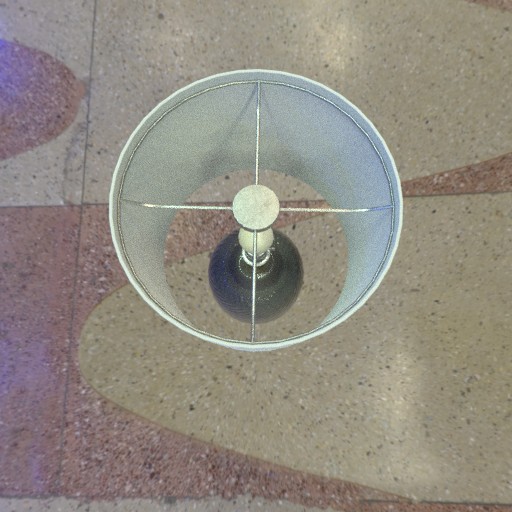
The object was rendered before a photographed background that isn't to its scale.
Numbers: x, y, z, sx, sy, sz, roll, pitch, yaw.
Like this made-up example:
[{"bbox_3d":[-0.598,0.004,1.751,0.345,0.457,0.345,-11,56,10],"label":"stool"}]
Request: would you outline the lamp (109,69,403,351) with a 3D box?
[{"bbox_3d":[0.000,0.000,0.489,0.207,0.366,0.207,1,77,0],"label":"lamp"}]
